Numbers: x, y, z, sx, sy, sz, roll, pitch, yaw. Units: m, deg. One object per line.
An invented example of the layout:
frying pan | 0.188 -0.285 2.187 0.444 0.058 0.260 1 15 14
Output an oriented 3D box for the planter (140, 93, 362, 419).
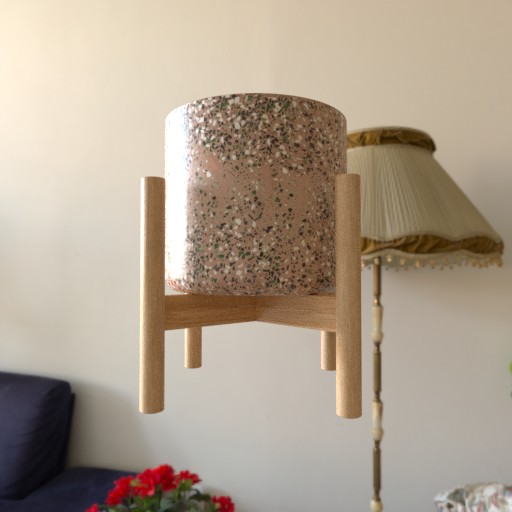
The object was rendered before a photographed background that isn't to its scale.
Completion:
planter | 0.000 0.000 0.549 0.284 0.320 0.284 0 -2 -18
